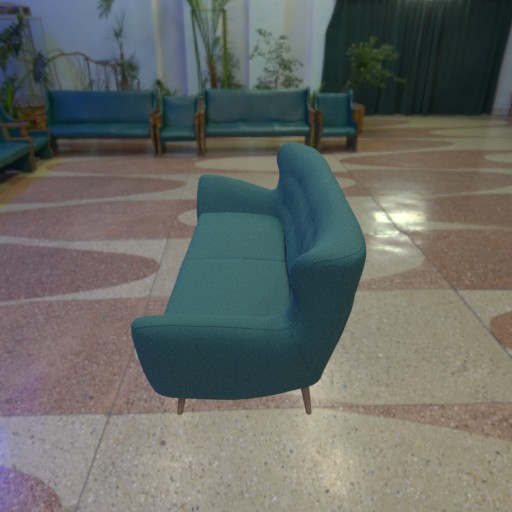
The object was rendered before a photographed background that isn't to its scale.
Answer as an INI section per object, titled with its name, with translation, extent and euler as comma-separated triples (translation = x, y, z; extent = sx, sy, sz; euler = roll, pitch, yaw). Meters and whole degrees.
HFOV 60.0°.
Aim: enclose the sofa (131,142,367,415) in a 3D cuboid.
[sofa]
translation = 0.000, 0.000, 2.465
extent = 0.889, 0.890, 1.930
euler = 0, 26, 1
